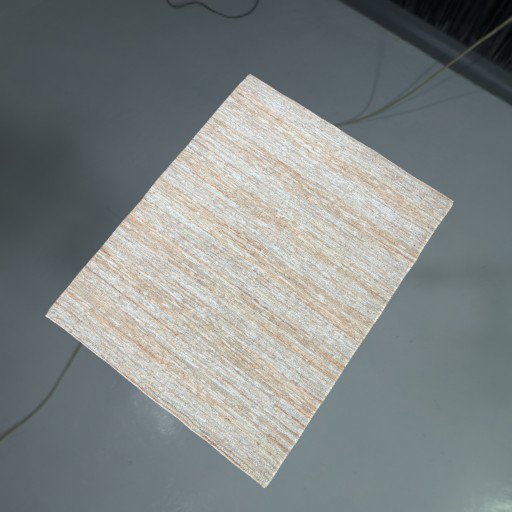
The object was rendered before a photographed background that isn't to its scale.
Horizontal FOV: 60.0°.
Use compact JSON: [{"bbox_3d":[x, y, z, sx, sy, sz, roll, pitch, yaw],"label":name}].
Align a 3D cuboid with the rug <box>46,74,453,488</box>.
[{"bbox_3d":[0.000,0.000,3.876,2.313,0.009,2.939,35,78,9],"label":"rug"}]
